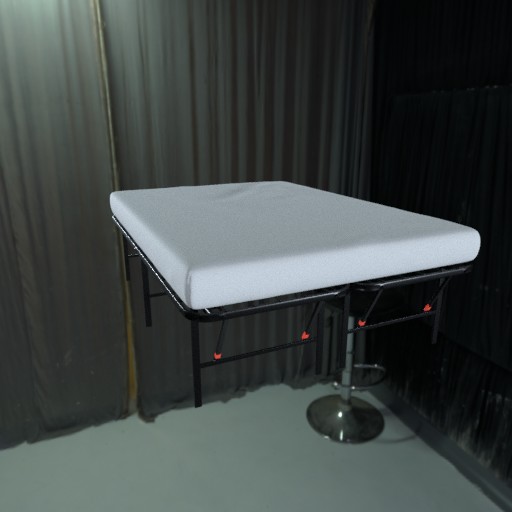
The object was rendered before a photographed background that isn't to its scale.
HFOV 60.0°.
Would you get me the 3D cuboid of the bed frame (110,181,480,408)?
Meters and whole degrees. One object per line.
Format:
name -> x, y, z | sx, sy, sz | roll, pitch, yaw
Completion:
bed frame -> 0.000, 0.000, 2.590 | 1.372, 0.637, 1.905 | -8, 18, -24
